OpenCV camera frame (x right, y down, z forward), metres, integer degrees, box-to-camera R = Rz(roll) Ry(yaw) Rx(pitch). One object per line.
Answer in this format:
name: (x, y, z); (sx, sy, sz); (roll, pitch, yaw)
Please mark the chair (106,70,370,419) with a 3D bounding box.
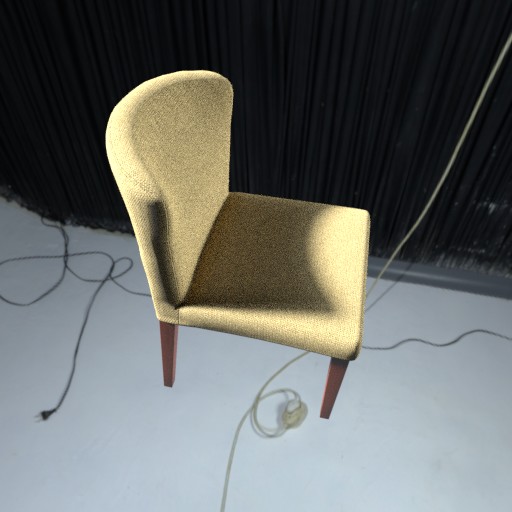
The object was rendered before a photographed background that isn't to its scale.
chair: (0.000, 0.000, 1.190); (0.589, 0.839, 0.491); (9, 47, 9)
